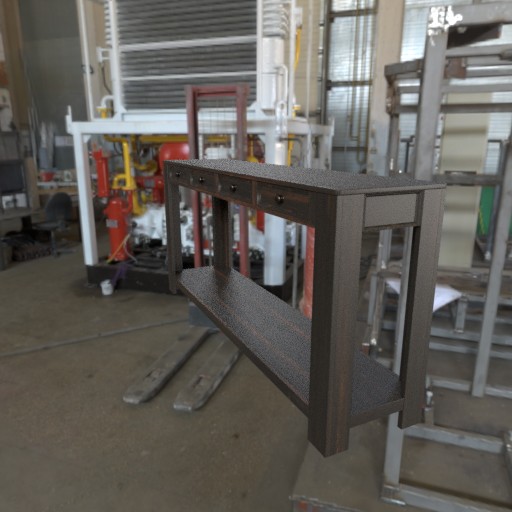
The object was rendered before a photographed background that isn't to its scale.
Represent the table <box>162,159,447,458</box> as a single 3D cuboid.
[{"bbox_3d":[0.000,0.000,1.948,0.384,0.762,1.631,-7,17,-25],"label":"table"}]
